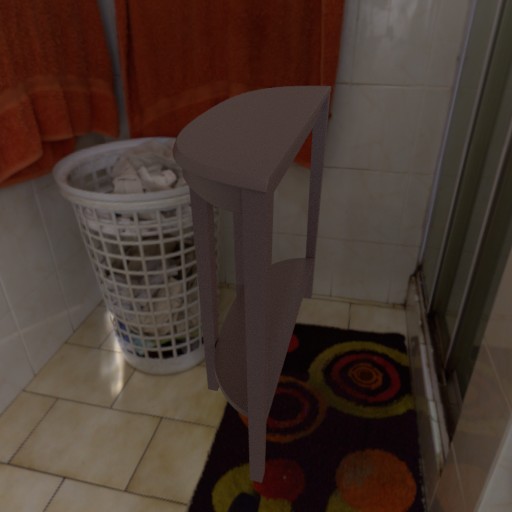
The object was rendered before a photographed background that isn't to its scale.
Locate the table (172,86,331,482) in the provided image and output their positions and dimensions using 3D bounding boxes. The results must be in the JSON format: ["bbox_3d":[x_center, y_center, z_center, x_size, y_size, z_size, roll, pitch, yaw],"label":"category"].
[{"bbox_3d":[0.000,0.000,1.324,0.274,0.831,0.909,8,31,13],"label":"table"}]
